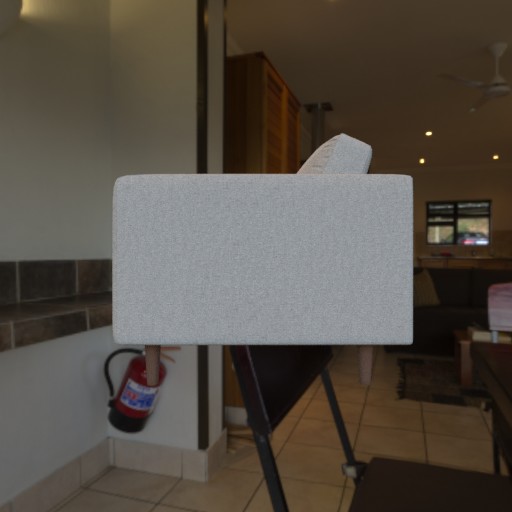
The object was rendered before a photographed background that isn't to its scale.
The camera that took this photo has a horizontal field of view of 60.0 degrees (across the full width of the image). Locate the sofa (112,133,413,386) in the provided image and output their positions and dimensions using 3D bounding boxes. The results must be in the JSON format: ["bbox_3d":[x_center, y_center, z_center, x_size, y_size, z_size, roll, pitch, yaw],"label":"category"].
[{"bbox_3d":[0.000,0.000,2.281,1.000,0.900,1.731,0,0,0],"label":"sofa"}]
